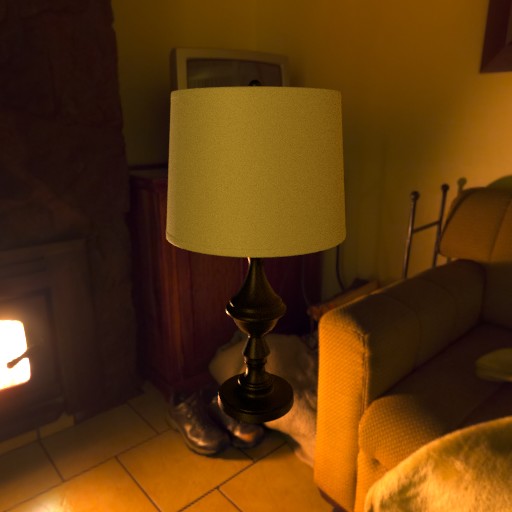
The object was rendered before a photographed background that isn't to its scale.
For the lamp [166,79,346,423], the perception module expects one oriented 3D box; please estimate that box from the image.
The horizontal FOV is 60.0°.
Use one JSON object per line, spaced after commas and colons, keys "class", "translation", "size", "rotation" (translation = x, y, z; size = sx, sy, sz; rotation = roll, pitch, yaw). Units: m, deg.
{"class": "lamp", "translation": [0.000, 0.000, 0.976], "size": [0.383, 0.726, 0.383], "rotation": [0, 16, 0]}
